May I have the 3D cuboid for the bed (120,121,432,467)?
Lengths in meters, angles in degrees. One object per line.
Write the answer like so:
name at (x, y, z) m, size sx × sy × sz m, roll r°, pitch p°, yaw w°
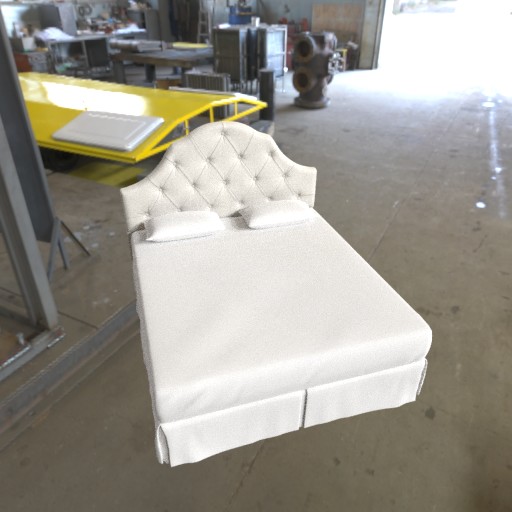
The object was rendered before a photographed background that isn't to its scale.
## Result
bed at (0.000, 0.000, 3.574) m, size 2.008 × 1.615 × 2.214 m, roll -9°, pitch 32°, yaw -15°
